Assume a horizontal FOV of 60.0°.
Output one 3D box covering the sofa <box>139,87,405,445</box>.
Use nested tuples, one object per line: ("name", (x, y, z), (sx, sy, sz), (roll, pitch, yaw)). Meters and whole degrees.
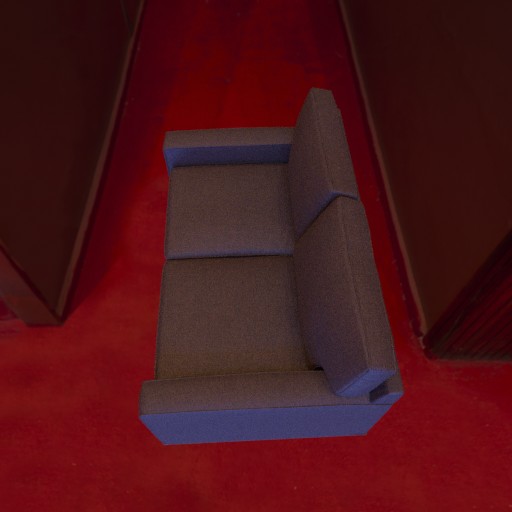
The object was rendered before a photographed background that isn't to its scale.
("sofa", (0.000, 0.000, 2.153), (0.974, 0.887, 1.534), (-2, 57, -1))
